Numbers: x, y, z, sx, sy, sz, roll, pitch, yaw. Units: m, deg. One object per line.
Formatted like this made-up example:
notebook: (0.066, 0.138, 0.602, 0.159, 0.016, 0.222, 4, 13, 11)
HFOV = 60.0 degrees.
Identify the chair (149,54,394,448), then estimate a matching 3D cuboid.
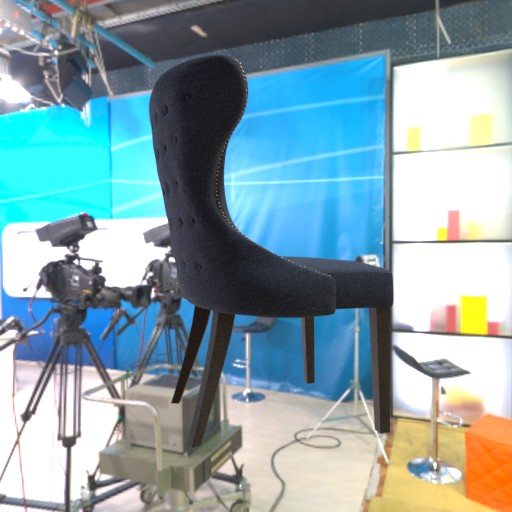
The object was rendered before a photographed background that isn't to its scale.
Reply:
chair: (0.000, 0.000, 1.363, 0.635, 0.967, 0.628, 0, 1, -18)
